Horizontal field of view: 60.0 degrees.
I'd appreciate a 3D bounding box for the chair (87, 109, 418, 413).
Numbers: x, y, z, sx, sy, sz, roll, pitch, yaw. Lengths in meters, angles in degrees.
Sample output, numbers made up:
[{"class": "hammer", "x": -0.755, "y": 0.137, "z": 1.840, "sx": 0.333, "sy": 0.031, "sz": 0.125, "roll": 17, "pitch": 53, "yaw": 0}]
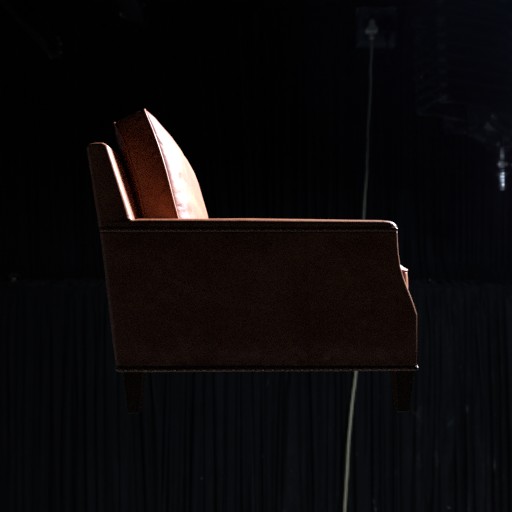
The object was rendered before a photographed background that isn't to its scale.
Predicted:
[{"class": "chair", "x": 0.000, "y": 0.000, "z": 1.731, "sx": 1.014, "sy": 0.943, "sz": 0.853, "roll": 0, "pitch": 0, "yaw": -1}]
